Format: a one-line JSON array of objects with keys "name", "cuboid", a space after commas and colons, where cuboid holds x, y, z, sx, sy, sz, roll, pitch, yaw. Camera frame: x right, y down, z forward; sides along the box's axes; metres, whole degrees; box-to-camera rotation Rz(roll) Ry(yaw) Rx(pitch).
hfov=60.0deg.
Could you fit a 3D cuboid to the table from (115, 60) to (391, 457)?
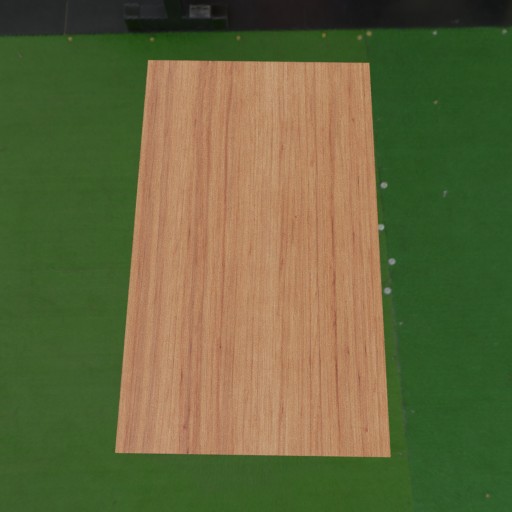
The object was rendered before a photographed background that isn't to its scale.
[{"name": "table", "cuboid": [0.000, 0.000, 1.476, 0.695, 0.457, 1.146, 1, 76, 0]}]
